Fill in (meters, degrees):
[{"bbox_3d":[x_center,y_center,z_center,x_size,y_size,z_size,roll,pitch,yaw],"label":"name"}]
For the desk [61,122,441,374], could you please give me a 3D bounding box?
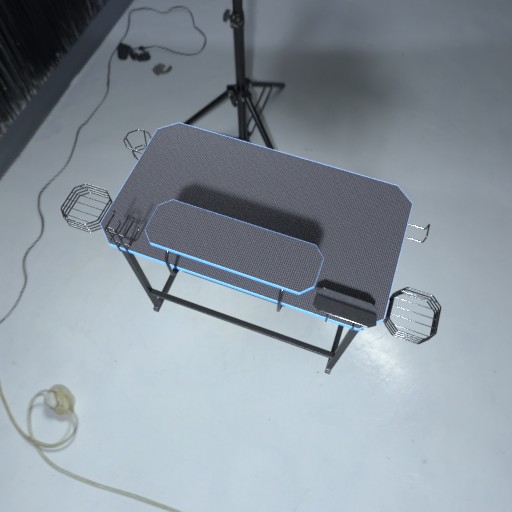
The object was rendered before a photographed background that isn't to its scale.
[{"bbox_3d":[0.000,0.000,1.768,1.295,0.909,0.594,18,65,9],"label":"desk"}]
